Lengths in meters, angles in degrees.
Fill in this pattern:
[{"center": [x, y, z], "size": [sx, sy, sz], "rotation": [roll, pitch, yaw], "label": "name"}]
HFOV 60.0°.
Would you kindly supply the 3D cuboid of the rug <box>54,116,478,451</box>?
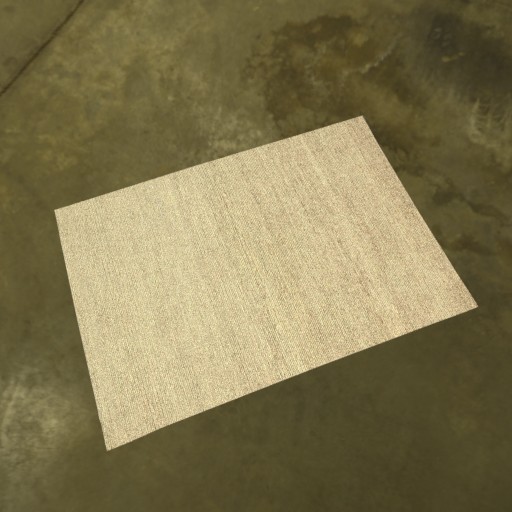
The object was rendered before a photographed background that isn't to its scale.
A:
[{"center": [0.000, 0.000, 2.876], "size": [2.342, 0.030, 1.609], "rotation": [-19, 68, -8], "label": "rug"}]
